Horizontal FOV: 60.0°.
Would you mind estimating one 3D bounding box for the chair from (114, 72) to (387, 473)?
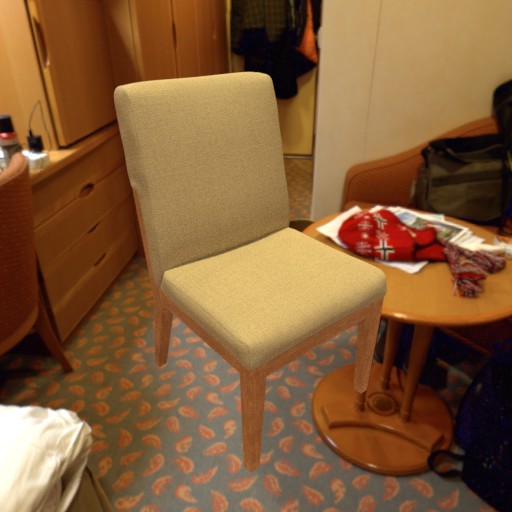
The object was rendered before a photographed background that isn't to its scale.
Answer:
[{"bbox_3d":[0.000,0.000,1.269,0.507,0.911,0.586,-21,35,-33],"label":"chair"}]
